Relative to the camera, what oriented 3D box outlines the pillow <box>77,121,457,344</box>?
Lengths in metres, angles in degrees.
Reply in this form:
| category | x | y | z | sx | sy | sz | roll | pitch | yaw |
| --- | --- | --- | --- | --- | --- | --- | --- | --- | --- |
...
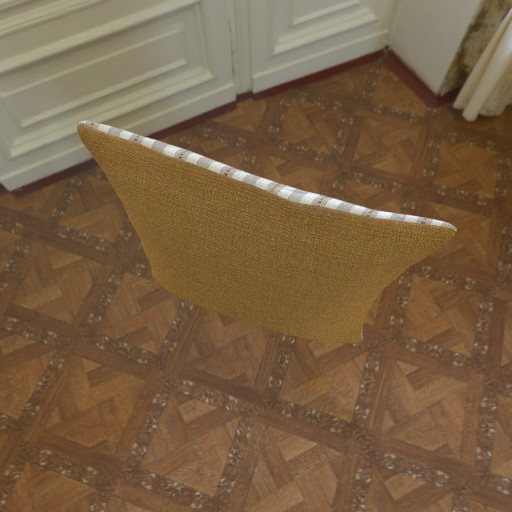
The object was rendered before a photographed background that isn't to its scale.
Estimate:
| category | x | y | z | sx | sy | sz | roll | pitch | yaw |
| --- | --- | --- | --- | --- | --- | --- | --- | --- | --- |
| pillow | 0.000 | 0.000 | 0.670 | 0.432 | 0.437 | 0.147 | 16 | 65 | 8 |
